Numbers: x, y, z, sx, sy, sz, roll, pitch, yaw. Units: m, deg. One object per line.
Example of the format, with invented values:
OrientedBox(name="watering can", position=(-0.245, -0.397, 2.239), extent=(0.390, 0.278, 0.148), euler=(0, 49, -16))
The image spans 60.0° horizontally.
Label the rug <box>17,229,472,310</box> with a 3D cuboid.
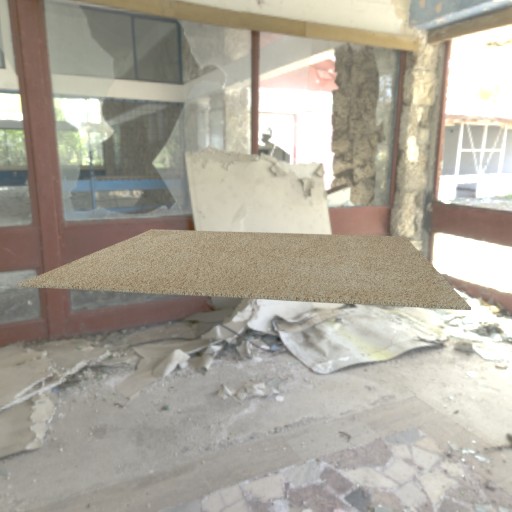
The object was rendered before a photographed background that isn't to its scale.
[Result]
OrientedBox(name="rug", position=(0.000, 0.000, 4.026), extent=(3.000, 0.025, 2.400), euler=(2, 13, 9))
